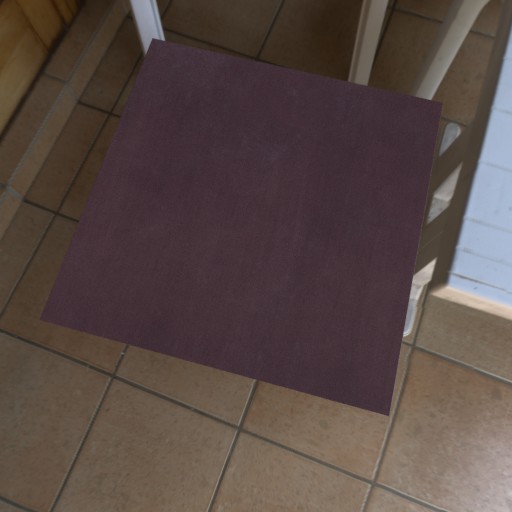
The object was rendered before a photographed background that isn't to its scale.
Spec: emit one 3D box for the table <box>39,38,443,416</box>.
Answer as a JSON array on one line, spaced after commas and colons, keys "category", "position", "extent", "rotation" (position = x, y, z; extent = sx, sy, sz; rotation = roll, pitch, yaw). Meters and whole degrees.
[{"category": "table", "position": [0.000, 0.000, 1.638], "extent": [0.861, 0.991, 0.861], "rotation": [14, 74, 4]}]
